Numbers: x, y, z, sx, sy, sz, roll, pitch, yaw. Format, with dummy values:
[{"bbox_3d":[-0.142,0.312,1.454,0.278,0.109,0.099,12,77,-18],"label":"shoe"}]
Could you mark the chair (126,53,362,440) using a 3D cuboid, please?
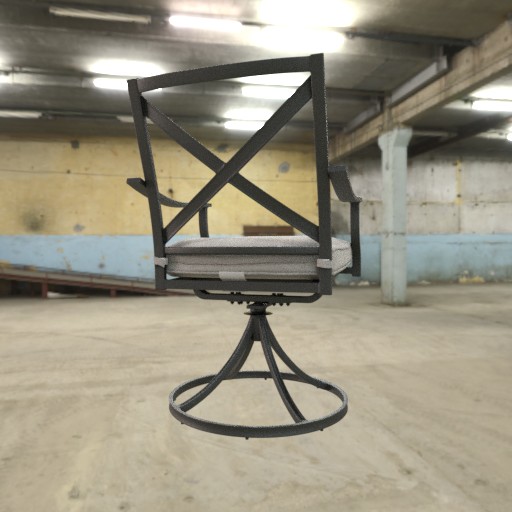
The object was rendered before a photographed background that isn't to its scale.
[{"bbox_3d":[0.000,0.000,1.308,0.575,0.889,0.620,0,1,18],"label":"chair"}]
